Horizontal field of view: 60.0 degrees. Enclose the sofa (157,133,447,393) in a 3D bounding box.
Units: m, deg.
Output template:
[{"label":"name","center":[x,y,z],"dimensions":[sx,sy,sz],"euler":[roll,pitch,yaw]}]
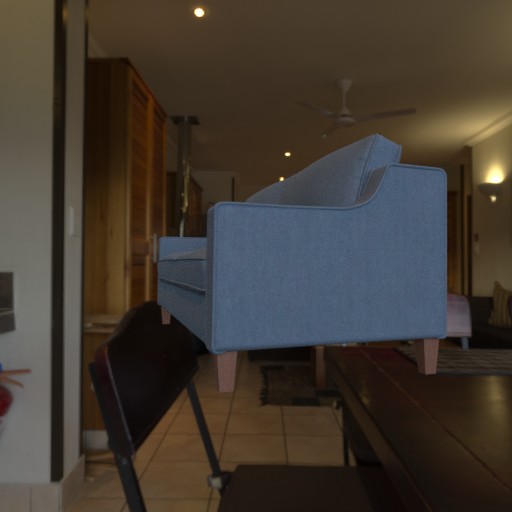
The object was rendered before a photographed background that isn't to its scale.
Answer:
[{"label":"sofa","center":[0.000,0.000,2.801],"dimensions":[1.066,1.071,2.178],"euler":[0,-1,-18]}]
